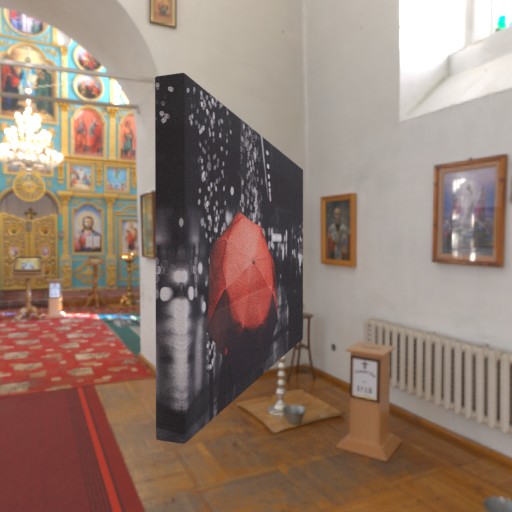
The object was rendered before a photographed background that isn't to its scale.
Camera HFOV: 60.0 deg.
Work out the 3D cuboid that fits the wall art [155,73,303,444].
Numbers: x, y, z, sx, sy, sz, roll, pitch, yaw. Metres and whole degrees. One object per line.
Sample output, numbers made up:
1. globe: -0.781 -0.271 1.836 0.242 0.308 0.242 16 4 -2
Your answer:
1. wall art: 0.000 0.000 0.777 0.037 0.406 0.609 0 1 18
